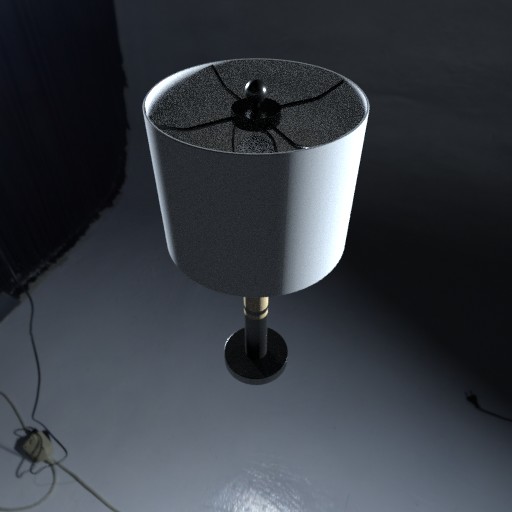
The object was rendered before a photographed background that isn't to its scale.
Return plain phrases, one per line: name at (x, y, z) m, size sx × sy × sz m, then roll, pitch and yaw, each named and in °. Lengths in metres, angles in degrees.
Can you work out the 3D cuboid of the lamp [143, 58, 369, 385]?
lamp at (0.000, 0.000, 0.807) m, size 0.305 × 0.640 × 0.305 m, roll 14°, pitch 45°, yaw 14°
